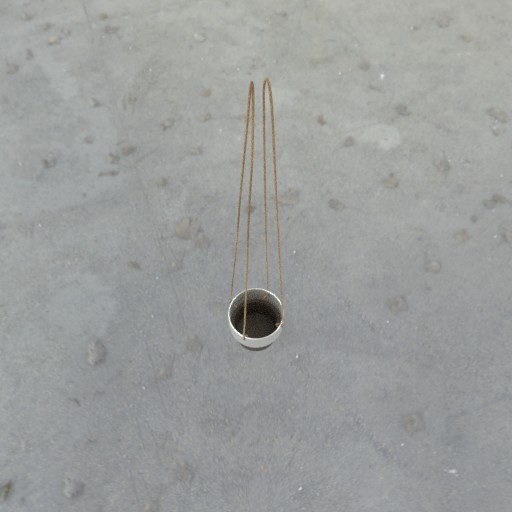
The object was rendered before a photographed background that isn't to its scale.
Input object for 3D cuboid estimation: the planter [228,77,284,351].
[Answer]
[{"bbox_3d":[0.000,0.000,1.156,0.187,1.073,0.187,-17,61,-10],"label":"planter"}]
